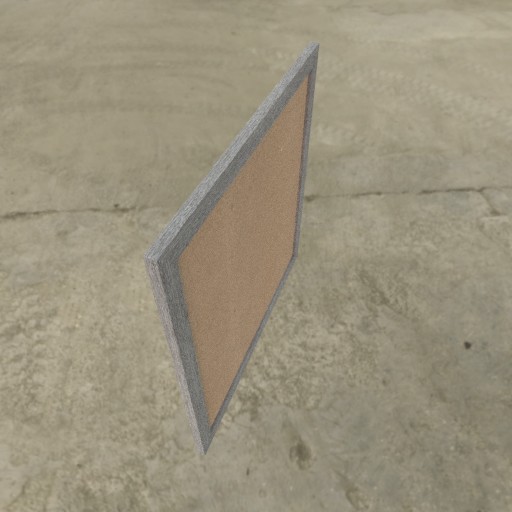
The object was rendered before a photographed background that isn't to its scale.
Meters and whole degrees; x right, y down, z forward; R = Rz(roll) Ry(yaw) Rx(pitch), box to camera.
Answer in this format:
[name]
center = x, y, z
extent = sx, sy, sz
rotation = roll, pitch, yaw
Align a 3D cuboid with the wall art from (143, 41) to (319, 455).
[wall art]
center = 0.000, 0.000, 1.002
extent = 0.020, 0.685, 0.685
rotation = 17, 50, 15
